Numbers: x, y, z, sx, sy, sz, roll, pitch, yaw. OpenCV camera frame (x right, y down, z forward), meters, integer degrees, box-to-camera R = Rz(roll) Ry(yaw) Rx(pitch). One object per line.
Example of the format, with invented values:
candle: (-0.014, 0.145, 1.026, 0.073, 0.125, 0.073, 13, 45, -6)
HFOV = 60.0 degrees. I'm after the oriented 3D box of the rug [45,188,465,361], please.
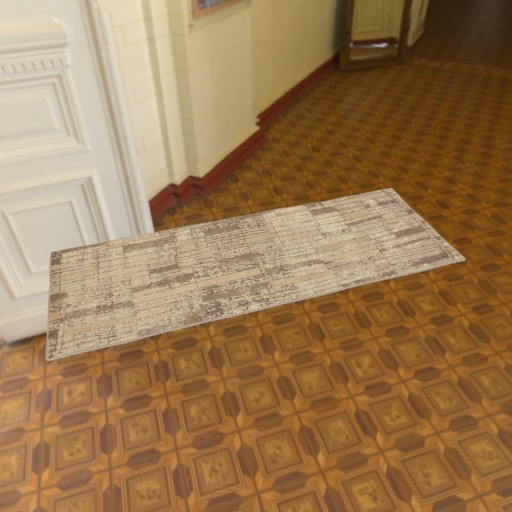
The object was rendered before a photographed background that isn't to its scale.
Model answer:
rug: (0.000, 0.000, 2.689, 2.383, 0.018, 0.857, -12, 42, -14)
